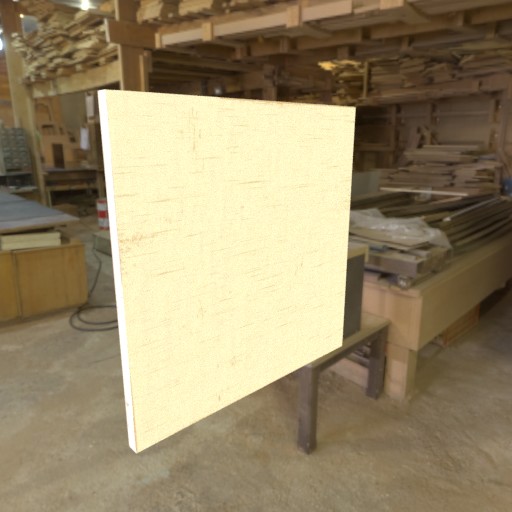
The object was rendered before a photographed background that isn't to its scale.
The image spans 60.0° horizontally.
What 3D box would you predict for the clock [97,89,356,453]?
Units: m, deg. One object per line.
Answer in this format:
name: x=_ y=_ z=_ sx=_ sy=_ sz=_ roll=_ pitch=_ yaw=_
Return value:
clock: x=0.000 y=0.000 z=1.063 sx=0.705 sy=0.705 sz=0.032 roll=-14 pitch=21 yaw=-41
